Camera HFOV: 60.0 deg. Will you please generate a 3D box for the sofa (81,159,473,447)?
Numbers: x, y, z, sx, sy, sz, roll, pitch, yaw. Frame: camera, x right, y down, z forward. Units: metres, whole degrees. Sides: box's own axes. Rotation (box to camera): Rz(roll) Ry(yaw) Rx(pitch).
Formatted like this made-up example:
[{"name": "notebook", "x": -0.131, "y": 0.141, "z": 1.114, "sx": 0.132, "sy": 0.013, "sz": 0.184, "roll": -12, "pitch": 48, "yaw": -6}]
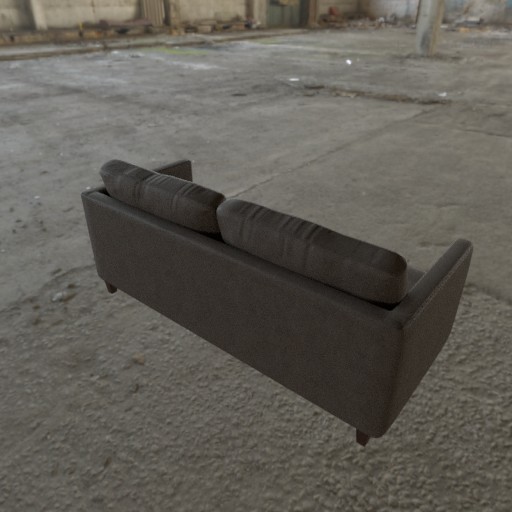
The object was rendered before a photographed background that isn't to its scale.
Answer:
[{"name": "sofa", "x": 0.000, "y": 0.000, "z": 2.705, "sx": 2.208, "sy": 0.965, "sz": 0.951, "roll": 22, "pitch": 37, "yaw": 33}]
